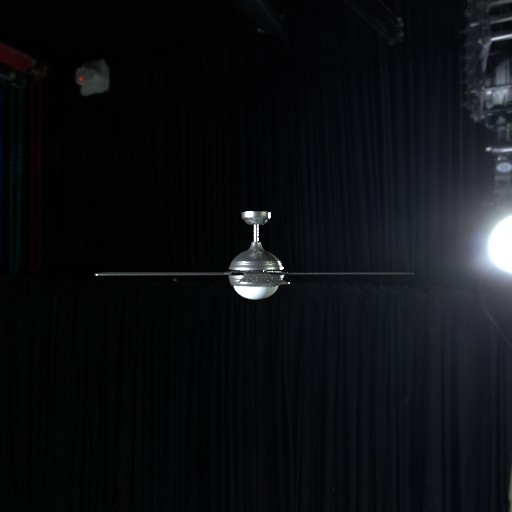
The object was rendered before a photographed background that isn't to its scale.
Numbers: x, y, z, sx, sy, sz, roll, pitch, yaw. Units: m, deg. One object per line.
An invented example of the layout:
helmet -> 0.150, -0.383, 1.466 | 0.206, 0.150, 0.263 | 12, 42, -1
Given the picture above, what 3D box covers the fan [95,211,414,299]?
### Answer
fan -> 0.000, 0.000, 1.955 | 1.321, 0.381, 1.321 | 0, 0, 19
